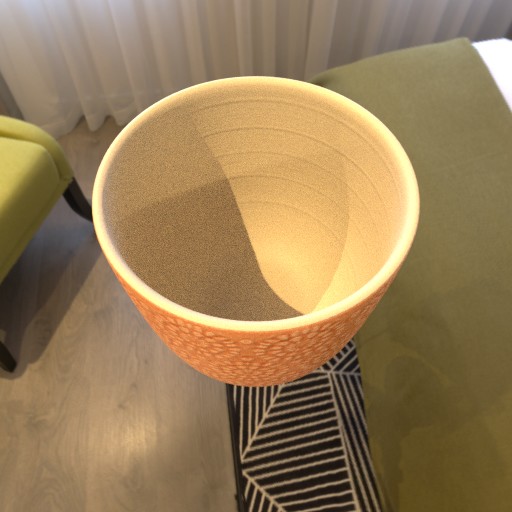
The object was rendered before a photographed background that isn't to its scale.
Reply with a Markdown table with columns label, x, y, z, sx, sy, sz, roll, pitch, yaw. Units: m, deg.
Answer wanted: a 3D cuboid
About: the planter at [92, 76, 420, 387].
| label | x | y | z | sx | sy | sz | roll | pitch | yaw |
| --- | --- | --- | --- | --- | --- | --- | --- | --- | --- |
| planter | 0.000 | 0.000 | 0.365 | 0.208 | 0.190 | 0.208 | 0 | 59 | 0 |
